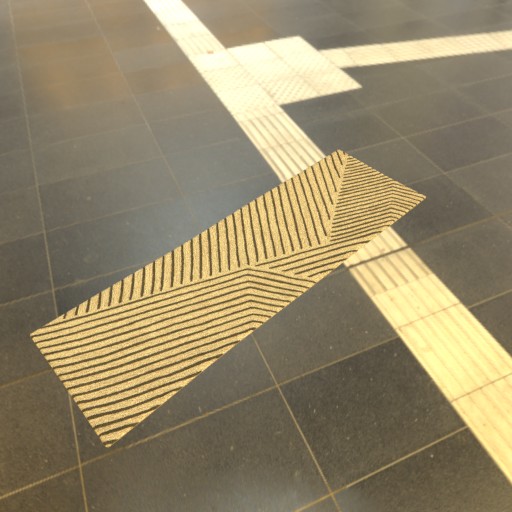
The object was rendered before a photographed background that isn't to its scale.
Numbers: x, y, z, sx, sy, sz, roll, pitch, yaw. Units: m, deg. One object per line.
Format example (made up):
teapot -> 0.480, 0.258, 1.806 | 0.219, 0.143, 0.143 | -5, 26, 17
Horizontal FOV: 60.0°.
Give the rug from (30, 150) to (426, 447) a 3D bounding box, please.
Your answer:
rug -> 0.000, 0.000, 2.631 | 2.439, 0.020, 0.773 | -34, 56, -28
